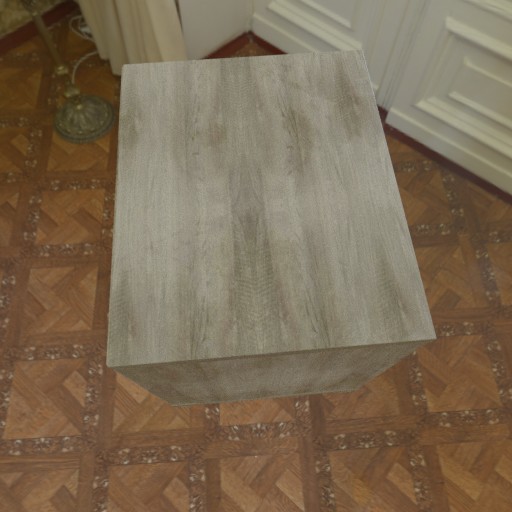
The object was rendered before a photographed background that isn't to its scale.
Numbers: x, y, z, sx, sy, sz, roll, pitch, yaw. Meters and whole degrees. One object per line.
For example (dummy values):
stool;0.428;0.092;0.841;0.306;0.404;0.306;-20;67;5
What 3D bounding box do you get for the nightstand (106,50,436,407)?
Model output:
nightstand;0.000;0.000;0.753;0.347;0.448;0.427;-4;66;-2
